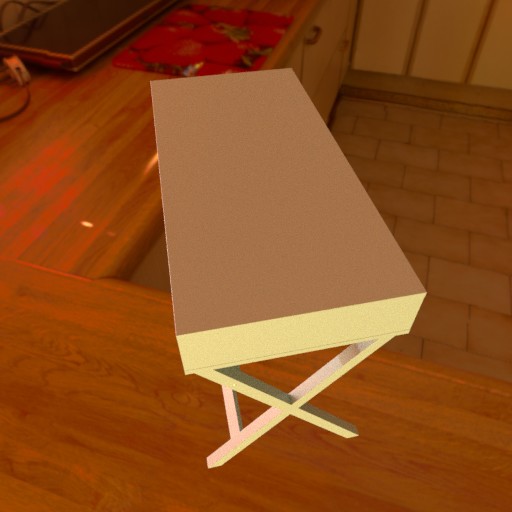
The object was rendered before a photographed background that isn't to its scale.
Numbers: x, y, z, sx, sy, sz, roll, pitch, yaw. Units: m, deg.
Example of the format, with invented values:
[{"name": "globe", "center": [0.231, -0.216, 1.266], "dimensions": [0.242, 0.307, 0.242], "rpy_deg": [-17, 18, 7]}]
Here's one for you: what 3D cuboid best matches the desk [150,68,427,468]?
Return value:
[{"name": "desk", "center": [0.000, 0.000, 1.498], "dimensions": [0.525, 0.780, 1.057], "rpy_deg": [-9, 47, -8]}]
